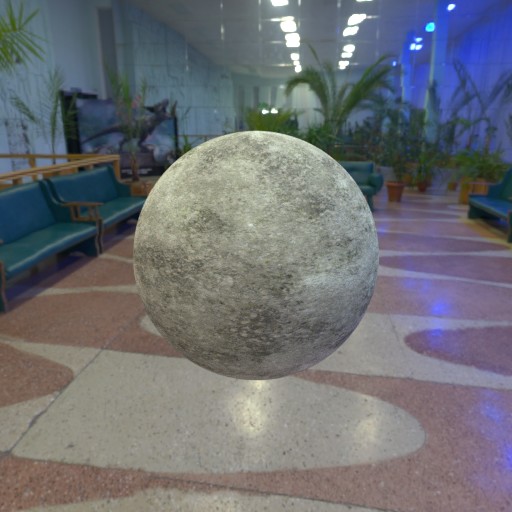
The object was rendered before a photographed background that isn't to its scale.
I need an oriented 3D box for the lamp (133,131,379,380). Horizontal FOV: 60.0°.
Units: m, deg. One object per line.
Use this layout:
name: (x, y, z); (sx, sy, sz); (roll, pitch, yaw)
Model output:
lamp: (0.000, 0.000, 0.789); (0.422, 0.429, 0.422); (0, 17, 0)
